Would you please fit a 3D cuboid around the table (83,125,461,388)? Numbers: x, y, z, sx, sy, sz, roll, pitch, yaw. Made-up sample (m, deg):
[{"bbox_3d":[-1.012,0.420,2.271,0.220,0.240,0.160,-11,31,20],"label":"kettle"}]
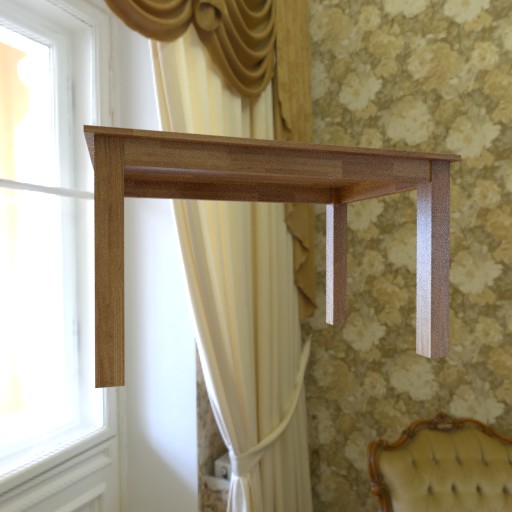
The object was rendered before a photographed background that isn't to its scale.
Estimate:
[{"bbox_3d":[0.000,0.000,1.869,1.300,0.750,0.900,0,1,-18],"label":"table"}]
